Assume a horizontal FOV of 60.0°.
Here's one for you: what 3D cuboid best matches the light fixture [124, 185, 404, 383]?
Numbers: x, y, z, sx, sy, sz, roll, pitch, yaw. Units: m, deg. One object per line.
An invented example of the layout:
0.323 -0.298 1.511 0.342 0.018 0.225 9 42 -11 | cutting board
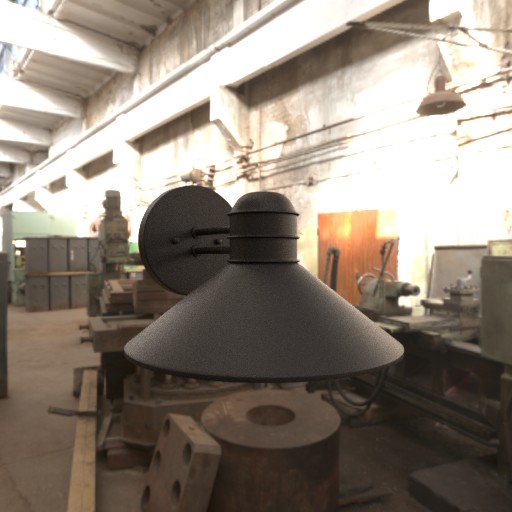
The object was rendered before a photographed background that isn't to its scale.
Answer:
0.000 0.000 0.673 0.396 0.265 0.434 0 0 -36 | light fixture
